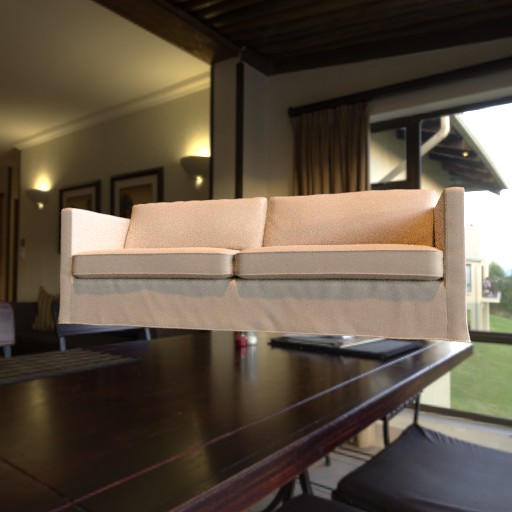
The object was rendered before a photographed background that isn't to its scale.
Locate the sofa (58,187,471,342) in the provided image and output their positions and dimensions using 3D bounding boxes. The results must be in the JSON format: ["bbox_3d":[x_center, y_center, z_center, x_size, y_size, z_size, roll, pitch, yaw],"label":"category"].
[{"bbox_3d":[0.000,0.000,3.306,2.779,0.999,1.036,-1,-2,18],"label":"sofa"}]
